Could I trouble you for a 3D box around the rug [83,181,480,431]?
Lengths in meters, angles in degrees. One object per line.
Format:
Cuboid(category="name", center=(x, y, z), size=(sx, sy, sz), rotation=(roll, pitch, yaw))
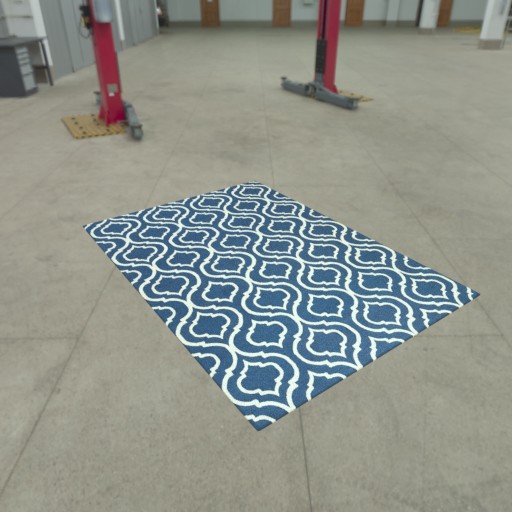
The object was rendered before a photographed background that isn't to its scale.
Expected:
Cuboid(category="rug", center=(0.000, 0.000, 2.807), size=(1.524, 0.010, 2.134), rotation=(-20, 36, -30))
